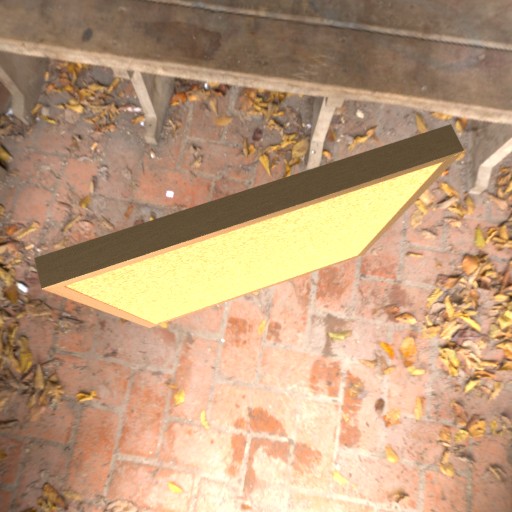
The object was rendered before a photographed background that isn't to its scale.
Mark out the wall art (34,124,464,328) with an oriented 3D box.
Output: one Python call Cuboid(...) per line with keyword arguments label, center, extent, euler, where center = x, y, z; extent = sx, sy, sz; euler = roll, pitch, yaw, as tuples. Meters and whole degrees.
Cuboid(label="wall art", center=(0.000, 0.000, 0.757), extent=(0.510, 0.509, 0.037), euler=(-18, 77, -5))
